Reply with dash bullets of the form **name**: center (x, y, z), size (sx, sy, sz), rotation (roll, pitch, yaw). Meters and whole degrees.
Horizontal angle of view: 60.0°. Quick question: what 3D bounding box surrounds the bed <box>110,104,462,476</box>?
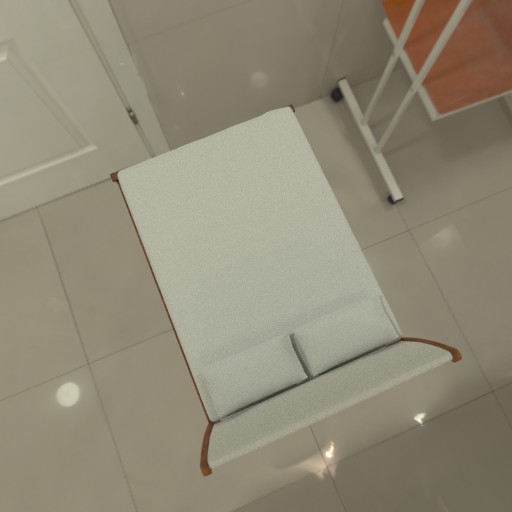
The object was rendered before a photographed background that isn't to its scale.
- **bed**: center (0.000, 0.000, 3.007), size (1.502, 1.135, 2.108), rotation (-22, 78, -5)
